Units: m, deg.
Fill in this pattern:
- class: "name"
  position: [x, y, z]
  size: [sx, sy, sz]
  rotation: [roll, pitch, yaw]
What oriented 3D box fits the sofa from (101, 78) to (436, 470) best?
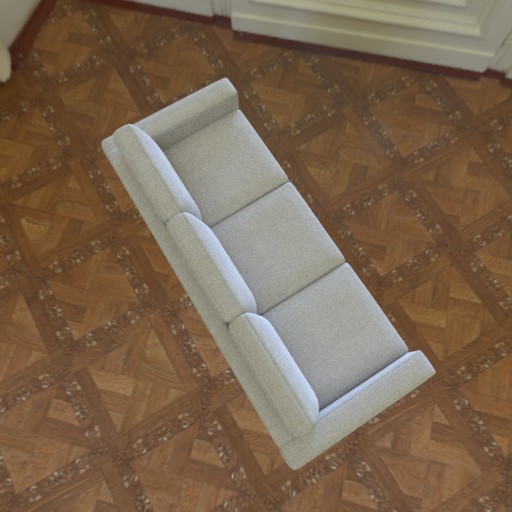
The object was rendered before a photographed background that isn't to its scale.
- class: "sofa"
  position: [0.000, 0.000, 2.596]
  size: [0.900, 0.800, 2.120]
  rotation: [-31, 76, -9]
